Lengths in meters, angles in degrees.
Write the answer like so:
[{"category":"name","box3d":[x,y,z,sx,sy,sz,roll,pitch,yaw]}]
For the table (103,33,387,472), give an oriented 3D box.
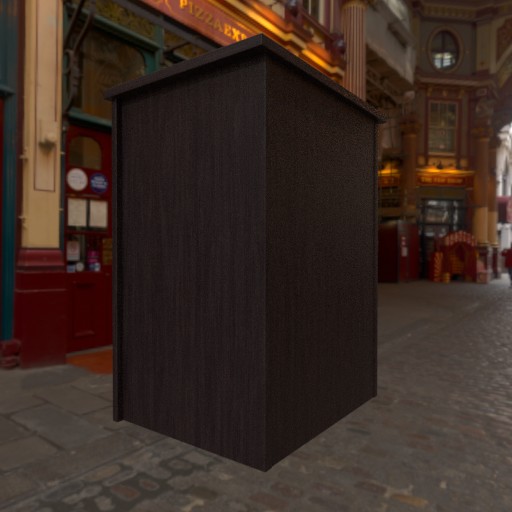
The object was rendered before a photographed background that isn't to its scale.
[{"category":"table","box3d":[0.000,0.000,0.932,0.381,0.635,0.480,1,1,37]}]
